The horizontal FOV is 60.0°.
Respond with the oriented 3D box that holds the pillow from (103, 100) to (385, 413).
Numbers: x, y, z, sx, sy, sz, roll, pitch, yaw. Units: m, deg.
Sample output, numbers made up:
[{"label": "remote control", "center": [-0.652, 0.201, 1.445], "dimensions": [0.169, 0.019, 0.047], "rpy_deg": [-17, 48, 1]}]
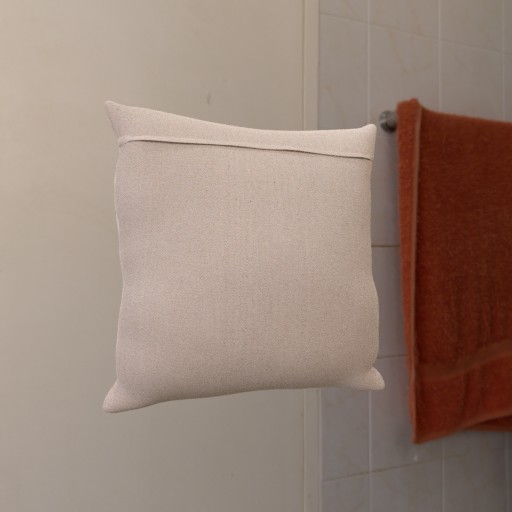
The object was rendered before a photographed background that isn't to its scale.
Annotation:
[{"label": "pillow", "center": [0.000, 0.000, 0.675], "dimensions": [0.440, 0.441, 0.182], "rpy_deg": [0, -1, -18]}]
